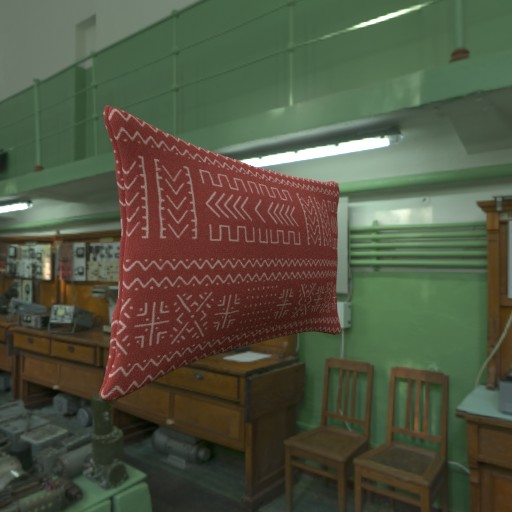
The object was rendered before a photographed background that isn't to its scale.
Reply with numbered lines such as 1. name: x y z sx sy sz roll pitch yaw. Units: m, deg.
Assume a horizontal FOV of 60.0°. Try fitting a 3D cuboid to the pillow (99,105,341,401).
1. pillow: 0.000 0.000 0.779 0.130 0.352 0.640 -1 -1 36
